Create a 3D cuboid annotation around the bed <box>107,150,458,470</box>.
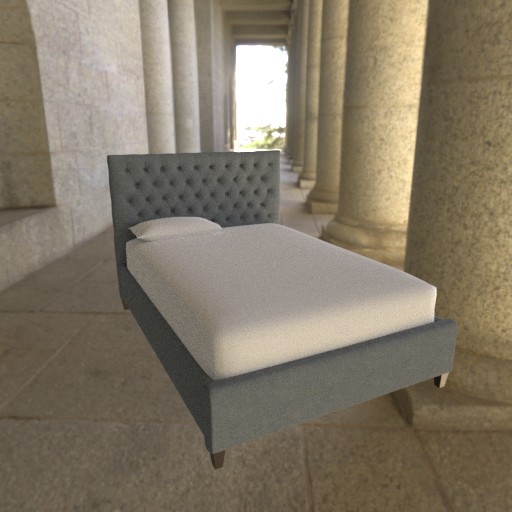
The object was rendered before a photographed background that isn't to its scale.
[{"bbox_3d":[0.000,0.000,3.343,1.698,1.411,2.335,-8,18,-26],"label":"bed"}]
